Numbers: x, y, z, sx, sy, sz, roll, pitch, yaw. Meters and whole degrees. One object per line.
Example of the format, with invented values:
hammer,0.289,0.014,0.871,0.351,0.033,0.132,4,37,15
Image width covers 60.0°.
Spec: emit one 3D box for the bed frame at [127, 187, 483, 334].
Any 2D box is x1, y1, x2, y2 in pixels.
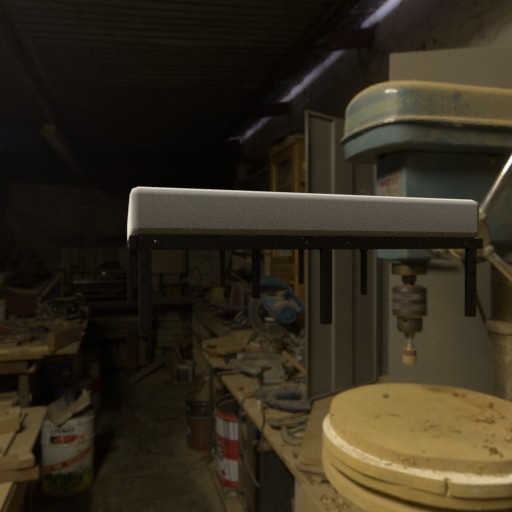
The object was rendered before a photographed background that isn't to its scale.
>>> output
bed frame,0.000,0.000,3.552,1.990,0.680,2.635,0,1,-16
